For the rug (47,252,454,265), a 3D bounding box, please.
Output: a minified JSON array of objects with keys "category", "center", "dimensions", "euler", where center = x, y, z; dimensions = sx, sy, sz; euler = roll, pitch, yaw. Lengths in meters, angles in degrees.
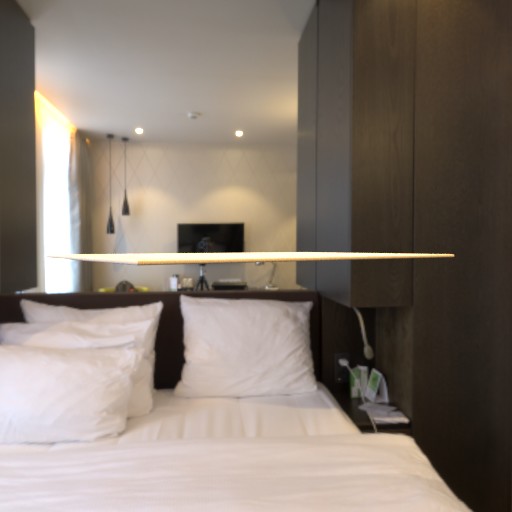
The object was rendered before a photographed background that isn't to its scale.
[{"category":"rug","center":[0.000,0.000,2.385],"dimensions":[1.828,0.015,1.222],"euler":[-1,1,-37]}]
